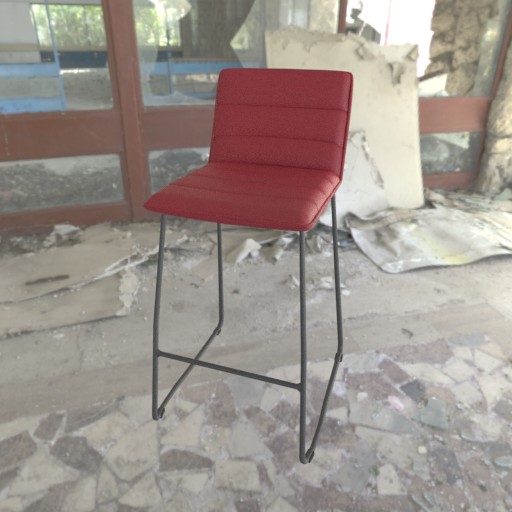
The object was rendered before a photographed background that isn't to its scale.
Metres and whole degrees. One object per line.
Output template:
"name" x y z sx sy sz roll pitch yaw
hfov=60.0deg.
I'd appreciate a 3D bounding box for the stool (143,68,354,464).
"stool" 0.000 0.000 1.235 0.489 0.937 0.524 9 28 17
